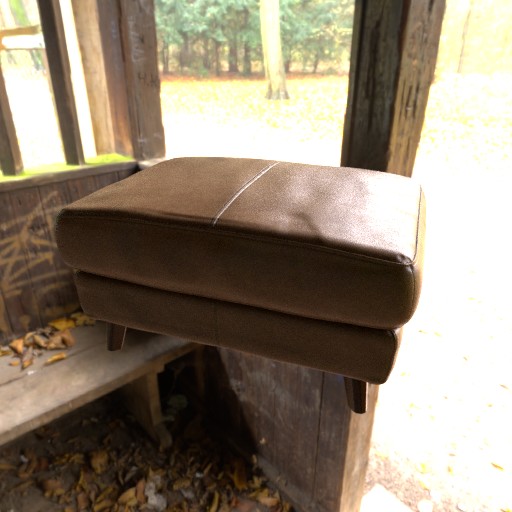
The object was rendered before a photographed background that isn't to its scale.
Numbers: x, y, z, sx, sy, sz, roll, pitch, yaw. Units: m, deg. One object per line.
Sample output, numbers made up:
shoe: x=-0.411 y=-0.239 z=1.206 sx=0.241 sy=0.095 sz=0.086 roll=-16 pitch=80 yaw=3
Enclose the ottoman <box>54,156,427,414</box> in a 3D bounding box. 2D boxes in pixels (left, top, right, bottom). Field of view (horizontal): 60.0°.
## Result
ottoman: x=0.000 y=0.000 z=1.249 sx=0.869 sy=0.461 sz=0.630 roll=9 pitch=27 yaw=18
